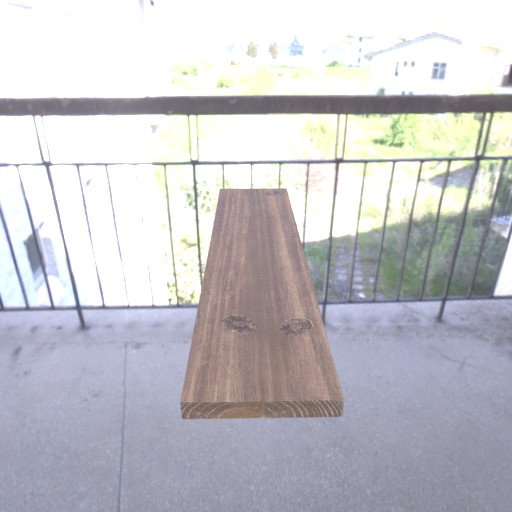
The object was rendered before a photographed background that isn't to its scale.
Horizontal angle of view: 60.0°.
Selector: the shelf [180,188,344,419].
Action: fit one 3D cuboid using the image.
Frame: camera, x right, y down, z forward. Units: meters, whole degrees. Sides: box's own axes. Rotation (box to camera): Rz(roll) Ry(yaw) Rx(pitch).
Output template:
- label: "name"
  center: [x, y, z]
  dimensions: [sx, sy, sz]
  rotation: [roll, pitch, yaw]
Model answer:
- label: "shelf"
  center: [0.000, 0.000, 0.656]
  dimensions: [0.140, 0.020, 0.610]
  rotation: [0, 26, -1]
